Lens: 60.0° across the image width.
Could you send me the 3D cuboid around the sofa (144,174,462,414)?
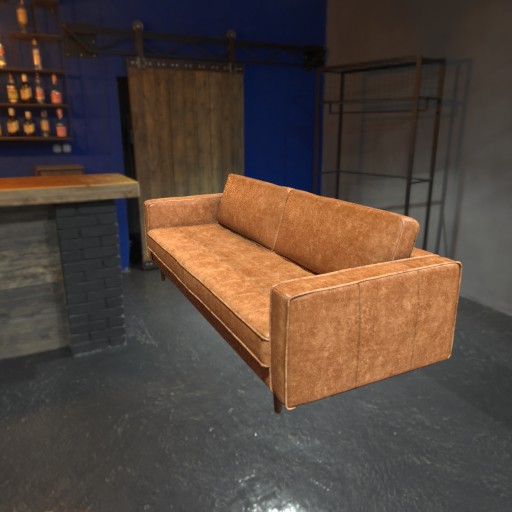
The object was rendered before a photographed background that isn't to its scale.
[{"bbox_3d":[0.000,0.000,2.645,0.886,0.779,2.199,-8,18,-25],"label":"sofa"}]
